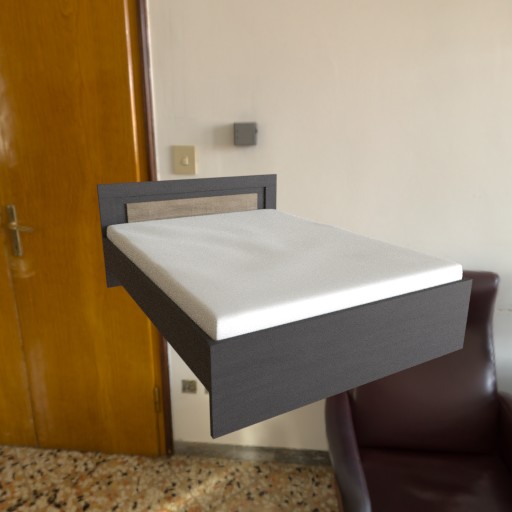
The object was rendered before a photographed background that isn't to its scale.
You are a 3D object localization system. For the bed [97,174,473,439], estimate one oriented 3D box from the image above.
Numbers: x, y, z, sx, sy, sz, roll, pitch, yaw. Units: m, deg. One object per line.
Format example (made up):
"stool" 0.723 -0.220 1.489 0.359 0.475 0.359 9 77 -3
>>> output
"bed" 0.000 0.000 2.951 1.585 0.823 2.073 -9 18 -28
